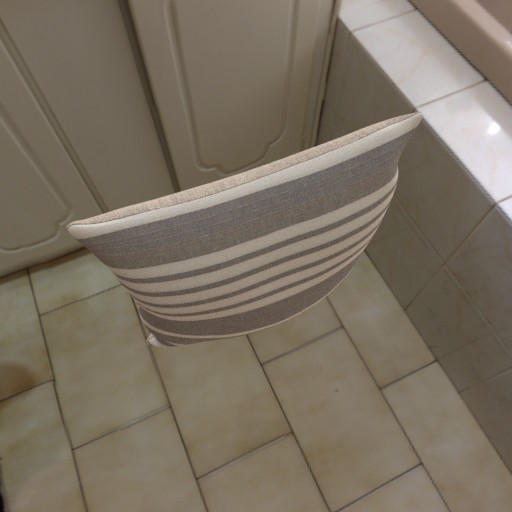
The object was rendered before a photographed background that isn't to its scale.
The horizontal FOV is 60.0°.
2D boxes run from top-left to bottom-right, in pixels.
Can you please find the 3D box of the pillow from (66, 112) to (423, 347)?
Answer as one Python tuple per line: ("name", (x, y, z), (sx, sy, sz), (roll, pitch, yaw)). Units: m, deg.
("pillow", (0.000, 0.000, 0.681), (0.439, 0.440, 0.182), (-20, 65, -10))
